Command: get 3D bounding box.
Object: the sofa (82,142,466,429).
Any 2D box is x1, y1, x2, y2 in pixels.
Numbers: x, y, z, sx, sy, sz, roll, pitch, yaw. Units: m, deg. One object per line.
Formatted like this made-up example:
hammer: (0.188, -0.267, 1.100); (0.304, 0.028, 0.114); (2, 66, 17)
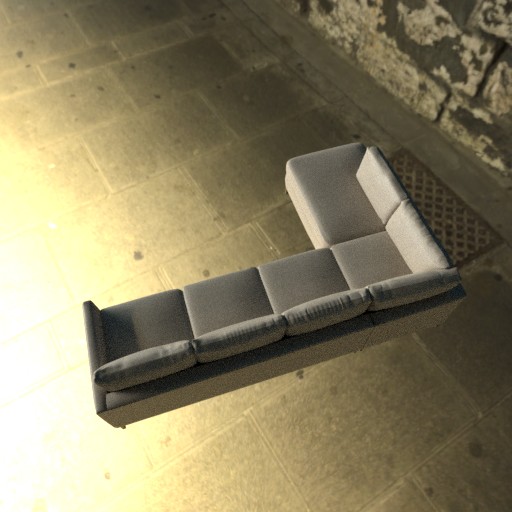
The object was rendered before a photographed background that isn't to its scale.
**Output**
sofa: (0.000, 0.000, 3.199); (2.423, 0.703, 1.617); (-15, 59, -9)
